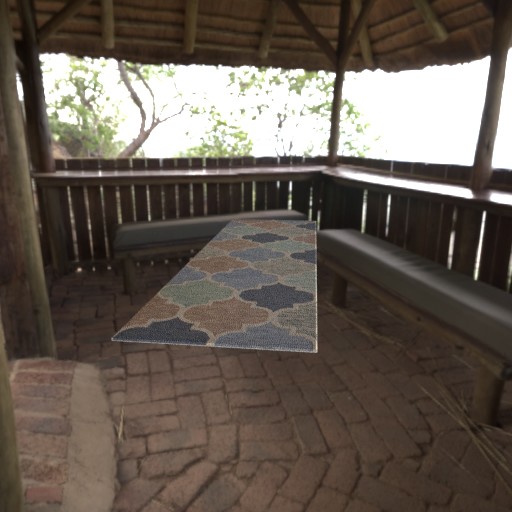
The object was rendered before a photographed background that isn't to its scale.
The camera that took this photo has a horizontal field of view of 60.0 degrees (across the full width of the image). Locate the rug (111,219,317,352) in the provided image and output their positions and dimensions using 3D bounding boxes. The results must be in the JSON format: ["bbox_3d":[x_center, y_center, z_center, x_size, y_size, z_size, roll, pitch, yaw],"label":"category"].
[{"bbox_3d":[0.000,0.000,2.538,0.687,0.011,2.287,2,15,7],"label":"rug"}]
